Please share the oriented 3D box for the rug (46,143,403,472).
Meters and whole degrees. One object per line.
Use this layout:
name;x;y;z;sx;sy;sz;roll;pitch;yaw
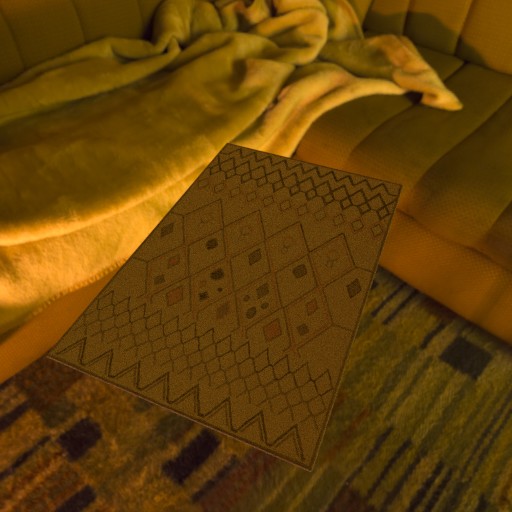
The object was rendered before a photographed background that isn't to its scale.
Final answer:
rug;0.000;0.000;2.351;1.219;0.016;1.829;17;49;16
